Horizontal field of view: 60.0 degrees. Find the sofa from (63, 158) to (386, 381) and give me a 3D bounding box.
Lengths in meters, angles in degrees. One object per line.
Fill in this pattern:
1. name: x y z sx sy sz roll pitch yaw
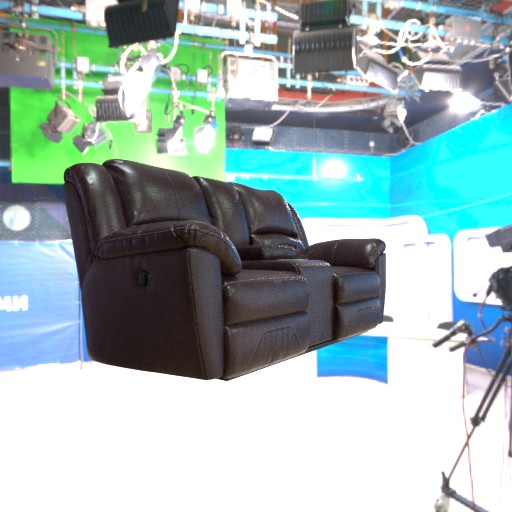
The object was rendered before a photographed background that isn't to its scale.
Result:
1. sofa: 0.000 0.000 2.684 0.991 1.043 2.058 0 0 36
